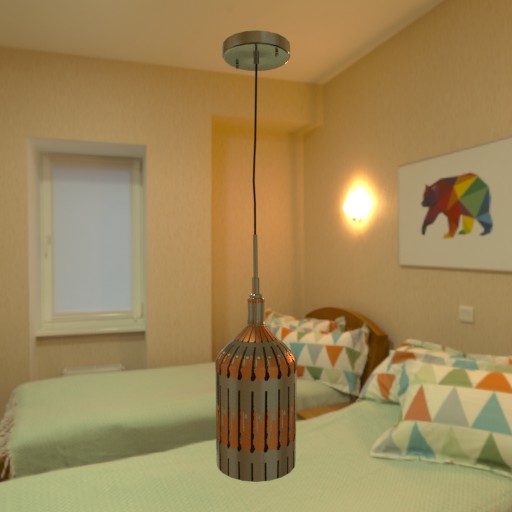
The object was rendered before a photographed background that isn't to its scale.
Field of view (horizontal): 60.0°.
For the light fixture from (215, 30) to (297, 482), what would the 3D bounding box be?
[{"bbox_3d":[0.000,0.000,1.645,0.303,1.535,0.303,0,1,0],"label":"light fixture"}]
